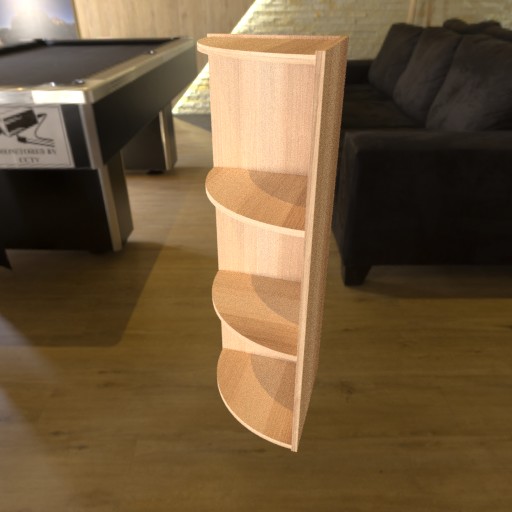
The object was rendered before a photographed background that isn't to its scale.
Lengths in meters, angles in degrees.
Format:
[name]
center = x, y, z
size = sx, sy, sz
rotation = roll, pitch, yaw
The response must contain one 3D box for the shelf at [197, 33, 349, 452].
[shelf]
center = 0.000, 0.000, 0.994
size = 0.290, 0.872, 0.290
rotation = 9, 31, 14
